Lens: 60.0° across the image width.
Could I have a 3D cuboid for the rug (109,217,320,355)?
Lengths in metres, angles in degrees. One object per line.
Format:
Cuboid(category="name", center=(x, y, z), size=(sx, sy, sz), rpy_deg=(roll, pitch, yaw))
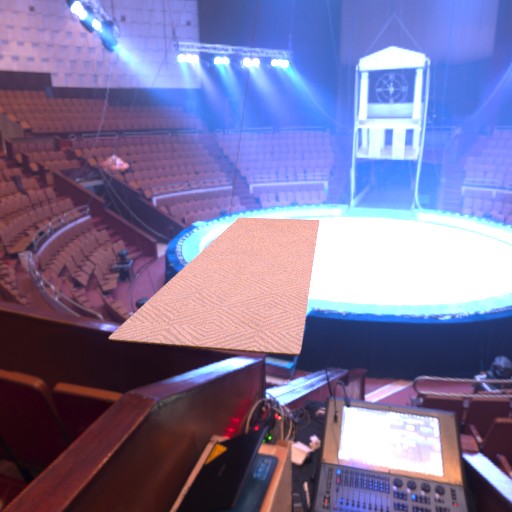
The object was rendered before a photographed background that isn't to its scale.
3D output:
Cuboid(category="rug", center=(0.000, 0.000, 2.580), size=(0.676, 0.008, 2.277), rpy_deg=(3, 16, 9))
